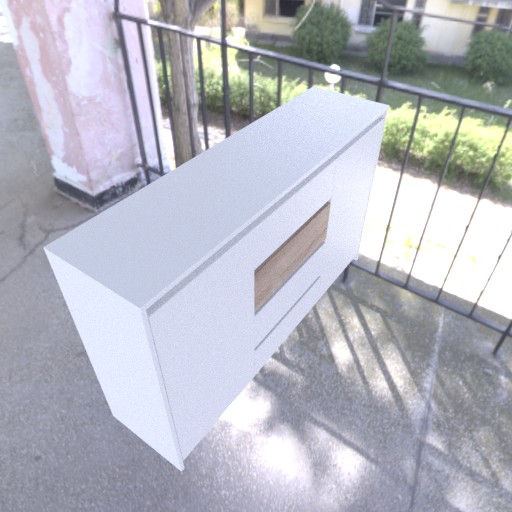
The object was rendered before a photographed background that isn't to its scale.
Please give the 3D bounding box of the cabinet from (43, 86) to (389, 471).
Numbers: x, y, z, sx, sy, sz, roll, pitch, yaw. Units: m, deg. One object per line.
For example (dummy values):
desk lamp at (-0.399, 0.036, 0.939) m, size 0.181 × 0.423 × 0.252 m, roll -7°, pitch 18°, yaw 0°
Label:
cabinet at (0.000, 0.000, 1.860) m, size 0.380 × 0.900 × 1.450 m, roll 26°, pitch 47°, yaw 26°
